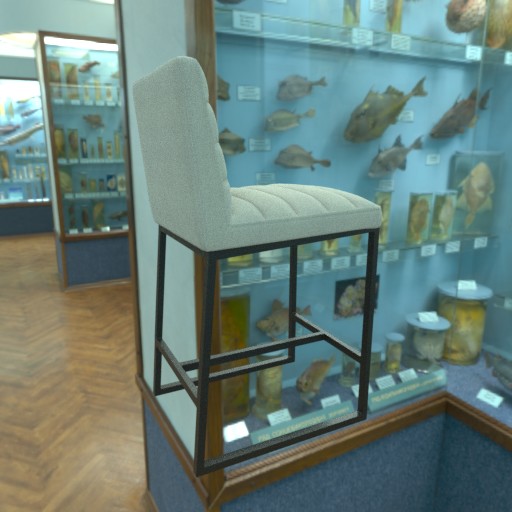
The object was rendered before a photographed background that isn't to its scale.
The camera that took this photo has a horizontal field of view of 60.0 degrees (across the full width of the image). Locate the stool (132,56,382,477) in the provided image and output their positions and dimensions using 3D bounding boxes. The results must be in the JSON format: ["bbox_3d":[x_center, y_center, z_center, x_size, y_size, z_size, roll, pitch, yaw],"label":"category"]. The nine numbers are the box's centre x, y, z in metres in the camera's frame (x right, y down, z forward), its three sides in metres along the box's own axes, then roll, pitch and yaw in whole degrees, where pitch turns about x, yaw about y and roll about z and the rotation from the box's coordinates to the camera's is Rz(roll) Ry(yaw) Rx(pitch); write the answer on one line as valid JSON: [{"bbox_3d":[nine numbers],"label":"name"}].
[{"bbox_3d":[0.000,0.000,1.284,0.567,0.971,0.459,-7,16,-26],"label":"stool"}]
